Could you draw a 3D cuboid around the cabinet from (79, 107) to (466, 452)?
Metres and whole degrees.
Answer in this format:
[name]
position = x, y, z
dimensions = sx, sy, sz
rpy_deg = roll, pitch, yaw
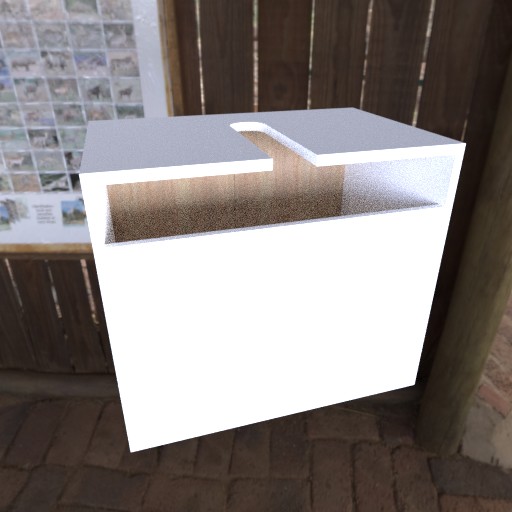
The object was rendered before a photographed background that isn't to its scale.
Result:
[cabinet]
position = 0.000, 0.000, 0.939
dimensions = 0.600, 0.522, 0.400
rpy_deg = -8, 28, -15
